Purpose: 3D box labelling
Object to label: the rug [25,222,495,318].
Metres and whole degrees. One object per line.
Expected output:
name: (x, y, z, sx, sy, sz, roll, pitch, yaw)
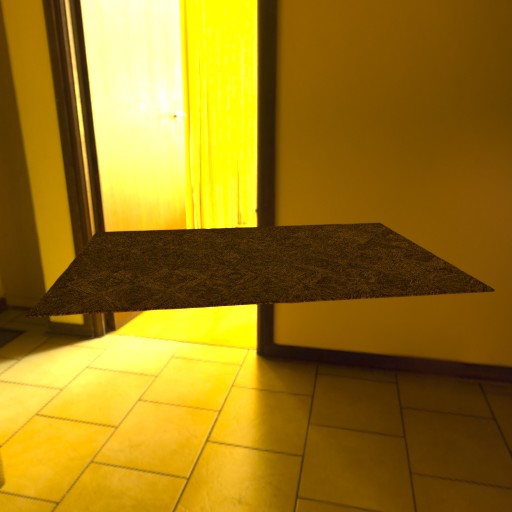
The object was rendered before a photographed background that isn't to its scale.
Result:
rug: (0.000, 0.000, 2.240, 1.808, 0.011, 1.189, -2, 18, -7)
